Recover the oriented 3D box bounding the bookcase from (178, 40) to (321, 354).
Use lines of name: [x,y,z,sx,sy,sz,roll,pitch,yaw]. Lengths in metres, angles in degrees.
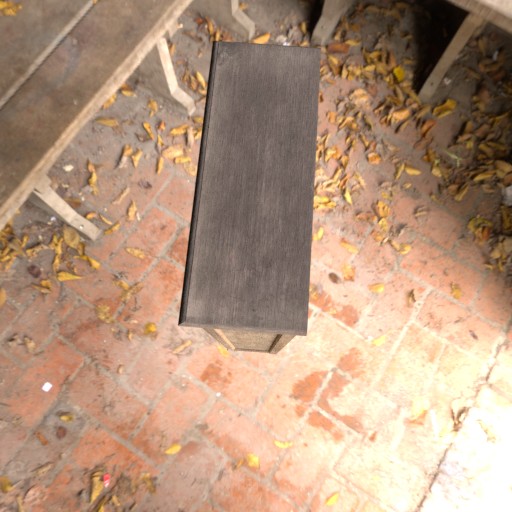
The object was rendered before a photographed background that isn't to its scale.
bookcase: [0.000,0.000,2.193,0.348,1.880,0.906,4,75,1]
